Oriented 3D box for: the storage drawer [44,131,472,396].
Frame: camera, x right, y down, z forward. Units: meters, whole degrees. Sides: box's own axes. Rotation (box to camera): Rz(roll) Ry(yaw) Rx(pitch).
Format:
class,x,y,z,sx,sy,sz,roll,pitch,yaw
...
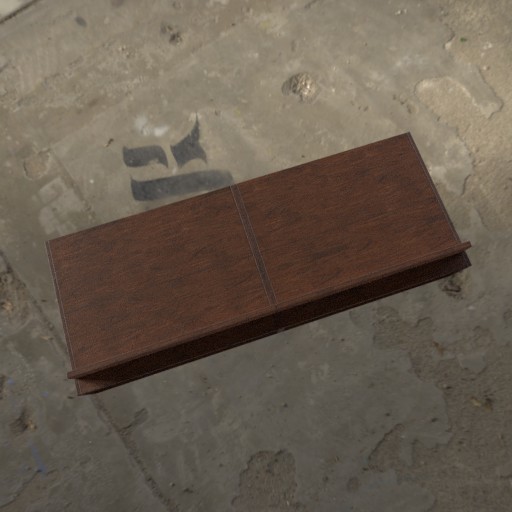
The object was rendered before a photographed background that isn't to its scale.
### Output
class,x,y,z,sx,sy,sz,roll,pitch,yaw
storage drawer,0.000,0.000,2.217,1.914,0.339,0.774,-18,76,-5
